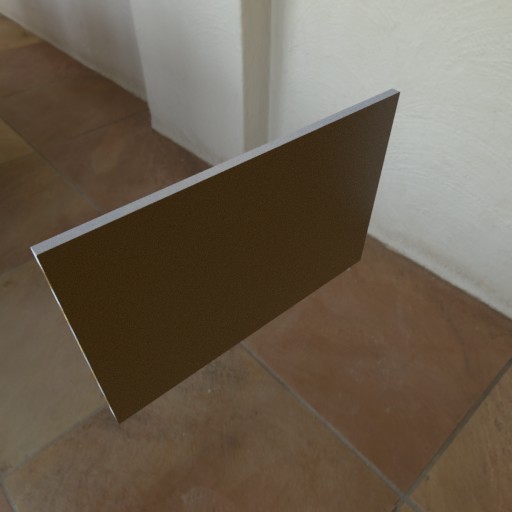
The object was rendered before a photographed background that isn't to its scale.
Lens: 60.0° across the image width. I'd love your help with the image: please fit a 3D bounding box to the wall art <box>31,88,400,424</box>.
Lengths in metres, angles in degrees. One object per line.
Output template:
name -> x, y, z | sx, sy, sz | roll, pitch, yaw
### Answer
wall art -> 0.000, 0.000, 1.141 | 0.932, 0.610, 0.027 | -30, 52, -27
